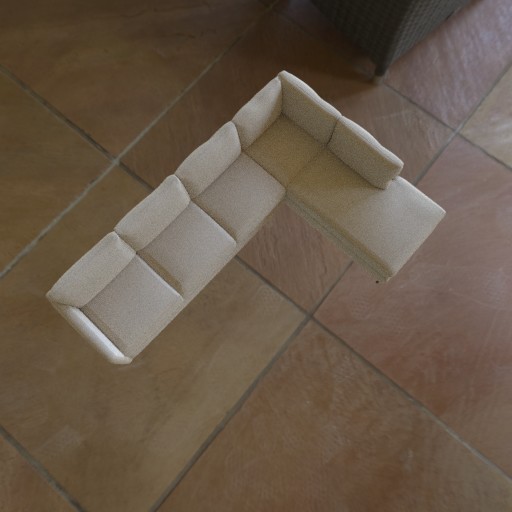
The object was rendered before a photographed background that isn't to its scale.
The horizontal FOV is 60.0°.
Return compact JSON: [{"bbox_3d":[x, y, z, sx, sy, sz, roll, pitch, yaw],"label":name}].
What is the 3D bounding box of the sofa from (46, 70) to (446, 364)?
[{"bbox_3d":[0.000,0.000,3.875,2.007,0.815,2.949,42,79,10],"label":"sofa"}]
